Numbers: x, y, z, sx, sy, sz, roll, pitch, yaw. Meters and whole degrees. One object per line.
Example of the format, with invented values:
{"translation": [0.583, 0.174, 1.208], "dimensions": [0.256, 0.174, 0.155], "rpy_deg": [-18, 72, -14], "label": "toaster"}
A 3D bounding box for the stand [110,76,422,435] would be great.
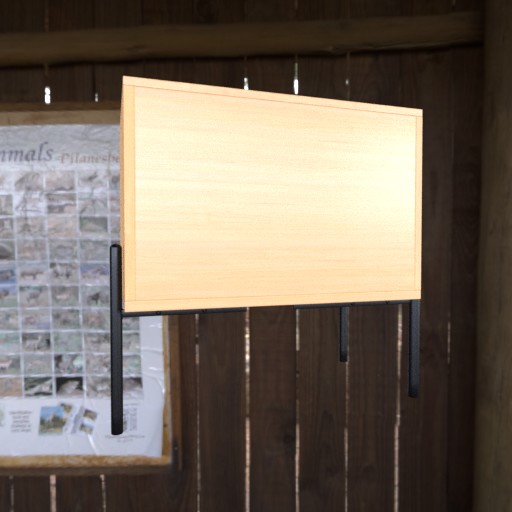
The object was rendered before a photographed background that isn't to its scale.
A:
{"translation": [0.000, 0.000, 1.008], "dimensions": [0.630, 0.600, 0.400], "rpy_deg": [0, 1, -18], "label": "stand"}
